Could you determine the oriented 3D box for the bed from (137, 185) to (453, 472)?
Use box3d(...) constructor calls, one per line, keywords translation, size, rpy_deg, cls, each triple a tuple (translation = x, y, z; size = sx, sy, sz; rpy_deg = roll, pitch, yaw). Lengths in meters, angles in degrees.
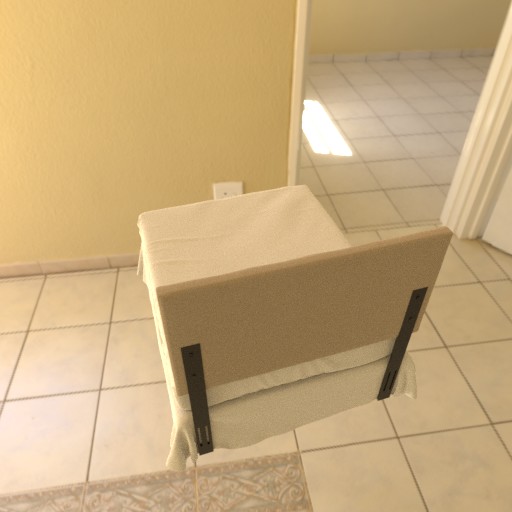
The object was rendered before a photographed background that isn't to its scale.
box3d(translation=(0.000, 0.000, 3.476), size=(1.936, 1.577, 2.222), rpy_deg=(-12, 42, -13), cls="bed")
